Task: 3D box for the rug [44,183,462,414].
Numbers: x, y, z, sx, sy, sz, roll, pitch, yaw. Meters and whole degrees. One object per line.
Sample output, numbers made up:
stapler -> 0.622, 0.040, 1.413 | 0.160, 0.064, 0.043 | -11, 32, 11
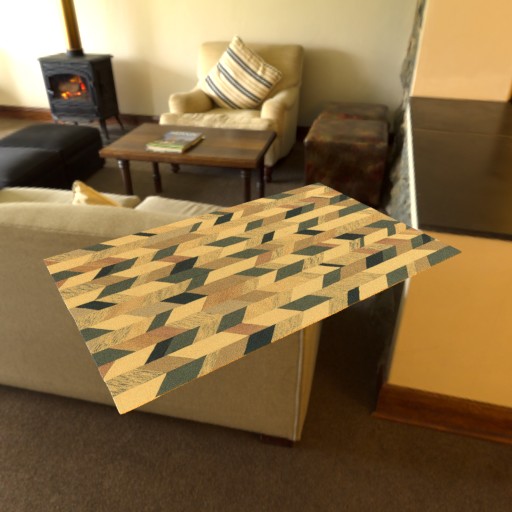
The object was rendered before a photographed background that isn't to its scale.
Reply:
rug -> 0.000, 0.000, 3.015 | 2.423, 0.008, 1.513 | -19, 37, -28
